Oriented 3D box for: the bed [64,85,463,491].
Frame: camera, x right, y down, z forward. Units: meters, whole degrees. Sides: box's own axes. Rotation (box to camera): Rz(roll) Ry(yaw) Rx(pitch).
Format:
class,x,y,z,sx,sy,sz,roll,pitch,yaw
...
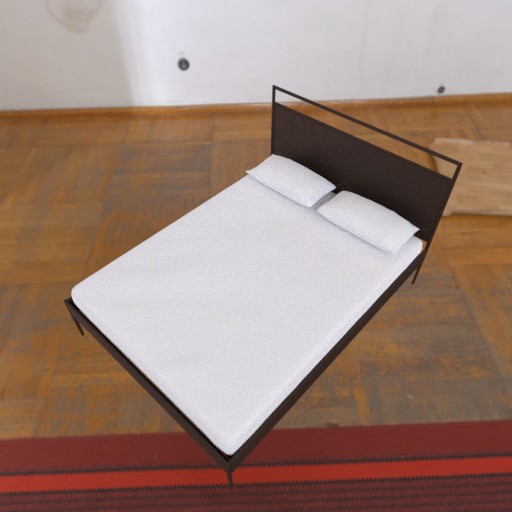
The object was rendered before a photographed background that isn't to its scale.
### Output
class,x,y,z,sx,sy,sz,roll,pitch,yaw
bed,0.000,0.000,3.022,1.572,1.173,2.122,34,55,28
